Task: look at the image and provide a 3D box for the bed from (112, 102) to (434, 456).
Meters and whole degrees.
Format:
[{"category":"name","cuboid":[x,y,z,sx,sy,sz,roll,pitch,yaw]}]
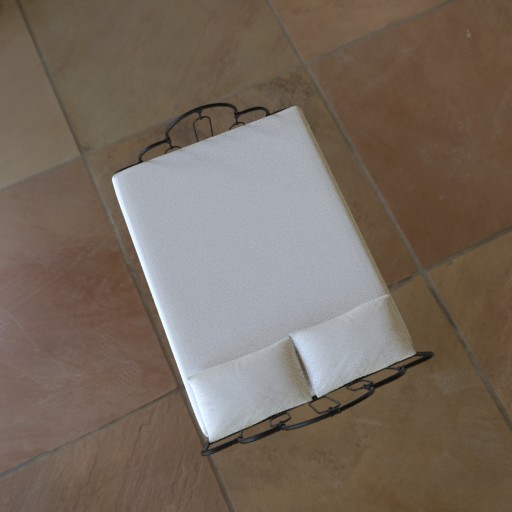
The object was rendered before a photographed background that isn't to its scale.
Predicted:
[{"category":"bed","cuboid":[0.000,0.000,3.204,1.626,1.444,2.181,-22,78,-5]}]
